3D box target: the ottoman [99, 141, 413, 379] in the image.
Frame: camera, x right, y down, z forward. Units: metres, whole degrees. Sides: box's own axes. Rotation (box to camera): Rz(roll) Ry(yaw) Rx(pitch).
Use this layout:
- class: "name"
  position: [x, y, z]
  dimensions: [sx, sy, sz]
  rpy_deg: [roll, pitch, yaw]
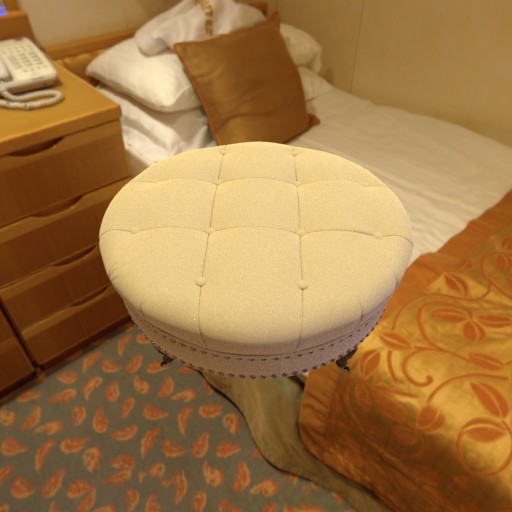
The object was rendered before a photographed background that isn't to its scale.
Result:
- class: "ottoman"
  position: [0.000, 0.000, 1.413]
  dimensions: [0.901, 0.439, 0.901]
  rpy_deg: [0, 42, 0]
